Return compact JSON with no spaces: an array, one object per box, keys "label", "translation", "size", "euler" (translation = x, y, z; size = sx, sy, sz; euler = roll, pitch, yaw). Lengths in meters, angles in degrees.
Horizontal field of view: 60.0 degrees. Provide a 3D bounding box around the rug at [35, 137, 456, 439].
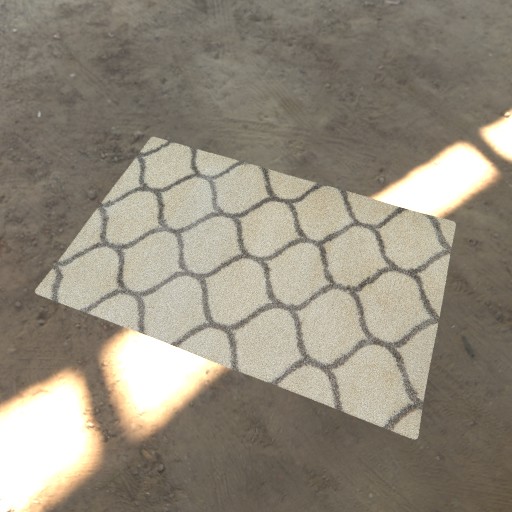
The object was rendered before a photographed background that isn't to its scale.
[{"label":"rug","translation":[0.000,0.000,2.876],"size":[2.348,0.024,1.501],"euler":[18,59,12]}]
